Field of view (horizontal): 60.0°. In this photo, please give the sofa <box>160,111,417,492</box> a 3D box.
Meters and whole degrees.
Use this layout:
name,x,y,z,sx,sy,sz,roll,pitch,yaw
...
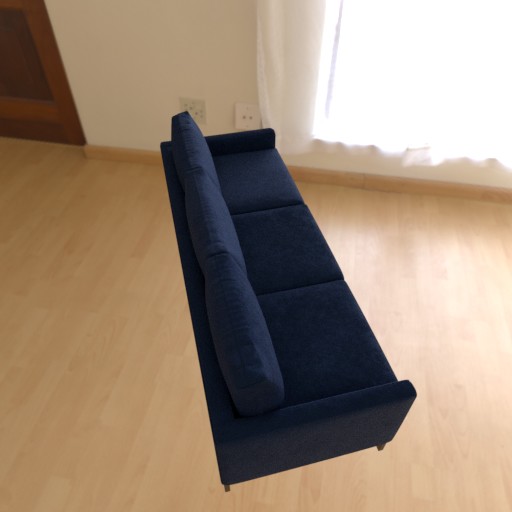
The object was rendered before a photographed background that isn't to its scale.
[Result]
name,x,y,z,sx,sy,sz,roll,pitch,yaw
sofa,0.000,0.000,2.627,0.875,0.879,2.252,-10,46,-10
